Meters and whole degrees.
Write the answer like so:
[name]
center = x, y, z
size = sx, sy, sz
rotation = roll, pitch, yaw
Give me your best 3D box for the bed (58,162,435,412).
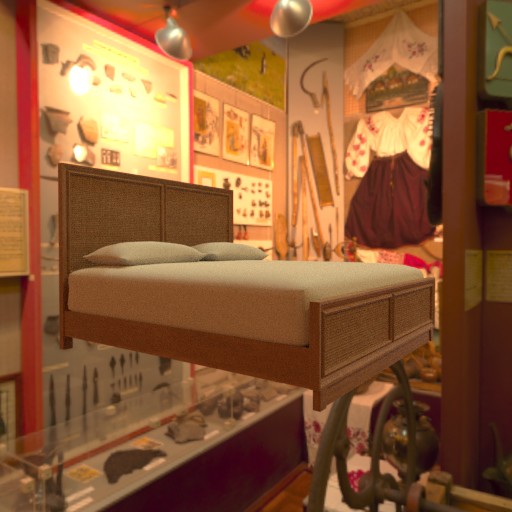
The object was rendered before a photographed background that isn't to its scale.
[bed]
center = 0.000, 0.000, 3.474
size = 2.184, 1.387, 2.003
rotation = 1, 2, 36
